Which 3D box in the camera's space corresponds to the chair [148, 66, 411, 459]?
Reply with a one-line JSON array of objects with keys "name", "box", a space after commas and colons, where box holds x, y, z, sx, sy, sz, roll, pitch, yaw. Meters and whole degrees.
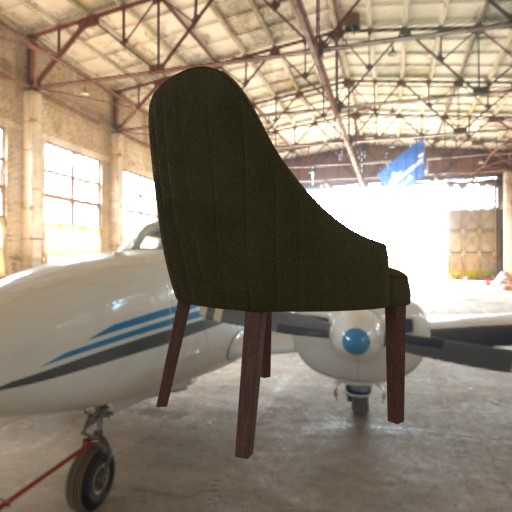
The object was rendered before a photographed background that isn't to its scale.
[{"name": "chair", "box": [0.000, 0.000, 1.269, 0.575, 0.889, 0.643, 0, -1, -37]}]
